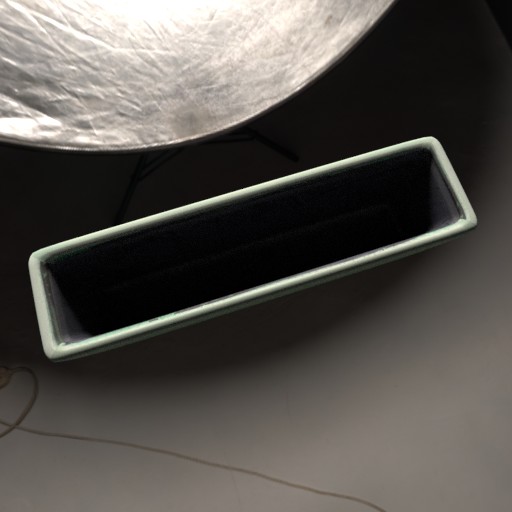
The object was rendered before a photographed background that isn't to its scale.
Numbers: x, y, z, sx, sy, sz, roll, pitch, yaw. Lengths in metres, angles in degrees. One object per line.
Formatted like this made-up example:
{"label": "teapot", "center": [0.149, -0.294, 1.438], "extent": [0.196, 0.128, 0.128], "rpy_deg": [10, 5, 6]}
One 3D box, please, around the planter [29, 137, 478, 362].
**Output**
{"label": "planter", "center": [0.000, 0.000, 0.308], "extent": [0.275, 0.072, 0.072], "rpy_deg": [-17, 74, -5]}
